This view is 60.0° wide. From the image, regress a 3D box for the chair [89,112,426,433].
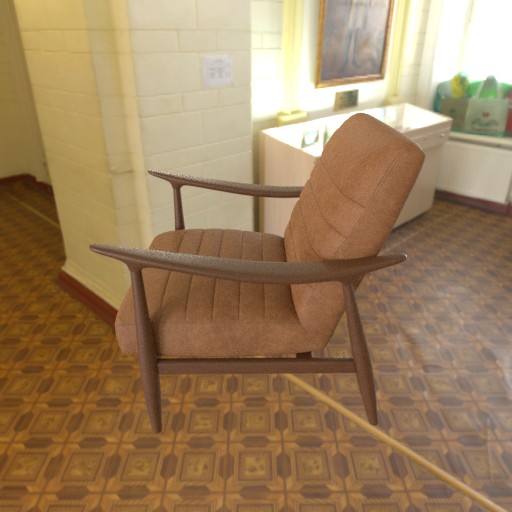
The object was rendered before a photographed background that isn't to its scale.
[{"bbox_3d":[0.000,0.000,1.433,0.798,0.832,0.741,0,26,0],"label":"chair"}]
